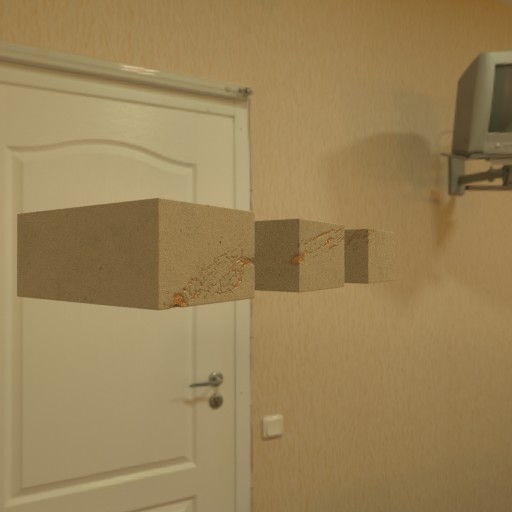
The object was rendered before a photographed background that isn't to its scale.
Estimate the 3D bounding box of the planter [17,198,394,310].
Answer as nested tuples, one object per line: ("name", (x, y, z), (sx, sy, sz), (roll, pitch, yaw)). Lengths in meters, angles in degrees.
("planter", (0.000, 0.000, 0.373), (0.127, 0.051, 0.333), (0, 0, 35))
